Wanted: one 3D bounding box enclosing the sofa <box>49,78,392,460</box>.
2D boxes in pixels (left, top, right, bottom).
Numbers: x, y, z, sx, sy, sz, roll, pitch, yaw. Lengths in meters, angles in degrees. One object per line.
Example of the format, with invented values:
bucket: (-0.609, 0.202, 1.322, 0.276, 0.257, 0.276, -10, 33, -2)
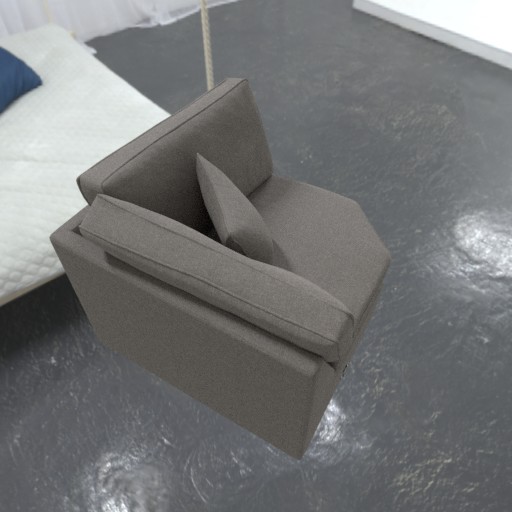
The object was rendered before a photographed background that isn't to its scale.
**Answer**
sofa: (0.000, 0.000, 1.844, 1.050, 0.951, 1.042, 24, 52, 21)
